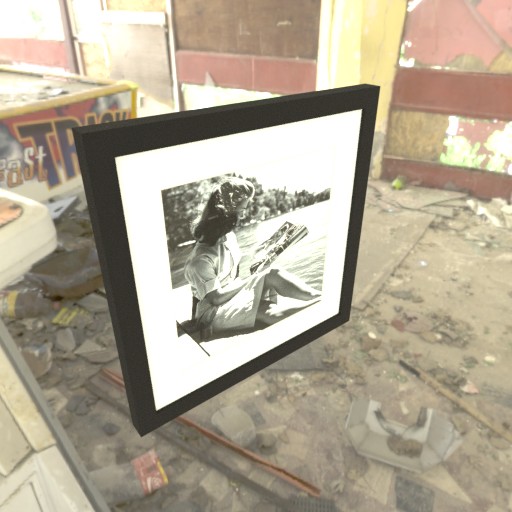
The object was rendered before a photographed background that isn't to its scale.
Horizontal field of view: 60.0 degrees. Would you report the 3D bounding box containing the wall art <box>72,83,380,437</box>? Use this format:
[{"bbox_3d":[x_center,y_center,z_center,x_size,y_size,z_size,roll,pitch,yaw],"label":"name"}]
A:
[{"bbox_3d":[0.000,0.000,0.688,0.462,0.458,0.030,-21,36,-32],"label":"wall art"}]
